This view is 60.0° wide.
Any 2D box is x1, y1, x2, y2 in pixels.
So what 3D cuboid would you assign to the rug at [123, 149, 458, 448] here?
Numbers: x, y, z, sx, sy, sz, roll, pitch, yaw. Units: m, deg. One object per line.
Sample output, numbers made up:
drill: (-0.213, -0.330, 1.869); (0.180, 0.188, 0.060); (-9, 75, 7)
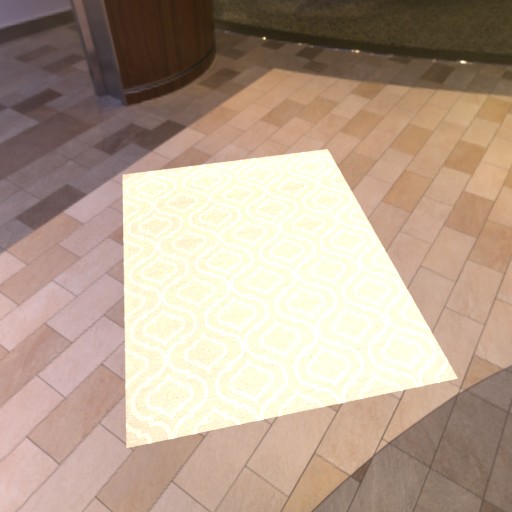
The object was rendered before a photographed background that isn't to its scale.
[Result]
rug: (0.000, 0.000, 3.914); (2.283, 0.006, 2.892); (-9, 48, -8)
